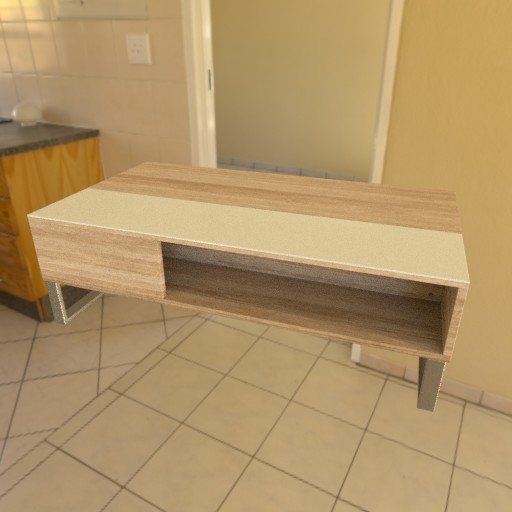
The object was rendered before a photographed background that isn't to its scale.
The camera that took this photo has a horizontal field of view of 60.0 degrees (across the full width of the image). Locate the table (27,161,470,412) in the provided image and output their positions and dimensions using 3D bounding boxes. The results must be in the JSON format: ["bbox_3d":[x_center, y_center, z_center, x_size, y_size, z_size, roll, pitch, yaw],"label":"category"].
[{"bbox_3d":[0.000,0.000,1.364,1.100,0.350,0.600,9,28,17],"label":"table"}]
